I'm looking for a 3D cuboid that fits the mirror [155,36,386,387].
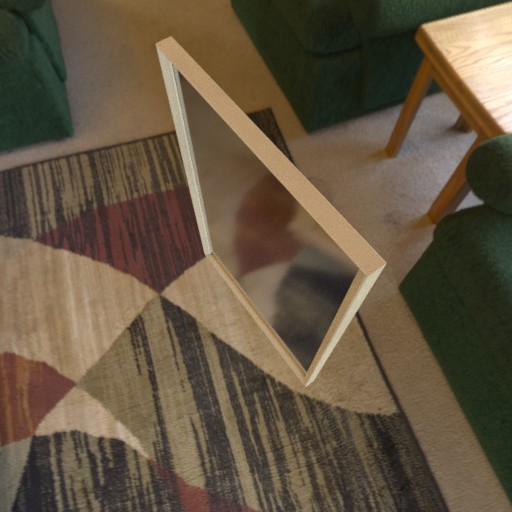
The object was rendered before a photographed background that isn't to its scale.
[{"bbox_3d":[0.000,0.000,1.166,0.041,0.915,0.609,-33,68,-15],"label":"mirror"}]
